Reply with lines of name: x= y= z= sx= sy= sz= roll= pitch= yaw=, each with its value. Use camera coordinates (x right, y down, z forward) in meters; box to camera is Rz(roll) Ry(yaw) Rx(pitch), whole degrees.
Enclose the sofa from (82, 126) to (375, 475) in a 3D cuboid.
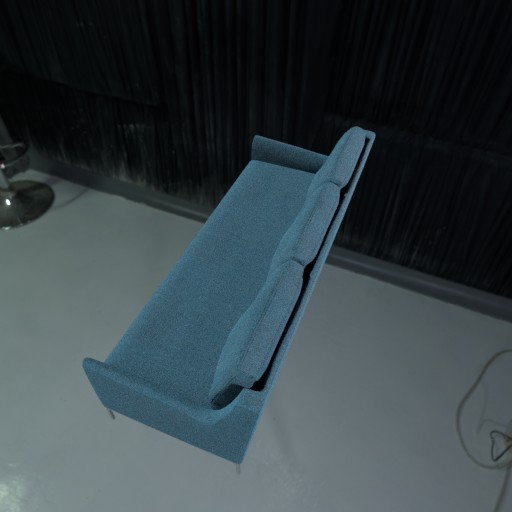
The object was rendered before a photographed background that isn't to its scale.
sofa: x=0.000 y=0.000 z=2.560 sx=0.849 sy=0.837 sz=2.060 roll=16 pitch=48 yaw=15
